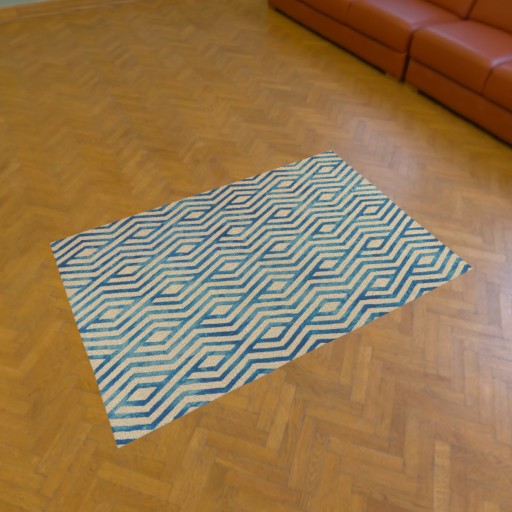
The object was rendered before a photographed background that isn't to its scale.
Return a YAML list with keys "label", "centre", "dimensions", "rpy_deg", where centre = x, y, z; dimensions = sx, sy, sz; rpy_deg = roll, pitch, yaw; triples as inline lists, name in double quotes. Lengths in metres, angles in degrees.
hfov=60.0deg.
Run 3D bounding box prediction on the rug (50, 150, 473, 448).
- label: "rug"
  centre: [0.000, 0.000, 2.295]
  dimensions: [1.830, 0.008, 1.225]
  rpy_deg: [-22, 50, -20]
